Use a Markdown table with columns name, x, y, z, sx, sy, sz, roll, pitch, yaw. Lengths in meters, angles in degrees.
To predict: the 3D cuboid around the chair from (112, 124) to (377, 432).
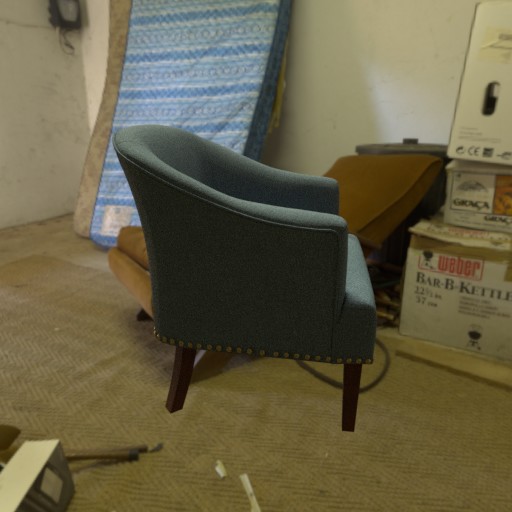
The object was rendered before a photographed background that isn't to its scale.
| name | x | y | z | sx | sy | sz | roll | pitch | yaw |
| --- | --- | --- | --- | --- | --- | --- | --- | --- | --- |
| chair | 0.000 | 0.000 | 1.434 | 0.704 | 0.815 | 0.772 | 3 | 18 | 8 |
